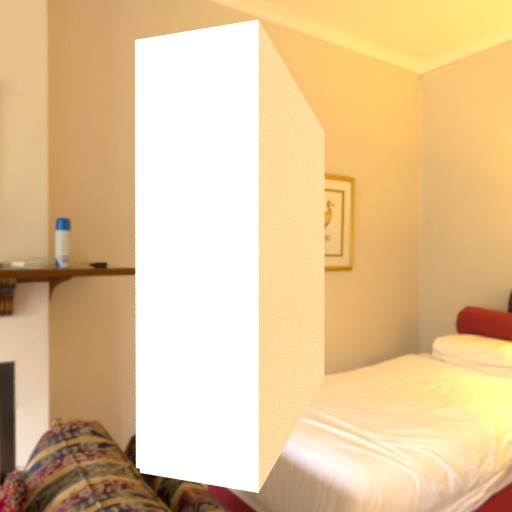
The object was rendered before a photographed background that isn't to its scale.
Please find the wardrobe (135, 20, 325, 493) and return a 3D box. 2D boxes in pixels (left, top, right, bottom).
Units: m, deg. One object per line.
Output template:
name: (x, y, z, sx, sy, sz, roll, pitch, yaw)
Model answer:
wardrobe: (0.000, 0.000, 2.851, 0.600, 2.020, 1.830, 0, 1, 18)
